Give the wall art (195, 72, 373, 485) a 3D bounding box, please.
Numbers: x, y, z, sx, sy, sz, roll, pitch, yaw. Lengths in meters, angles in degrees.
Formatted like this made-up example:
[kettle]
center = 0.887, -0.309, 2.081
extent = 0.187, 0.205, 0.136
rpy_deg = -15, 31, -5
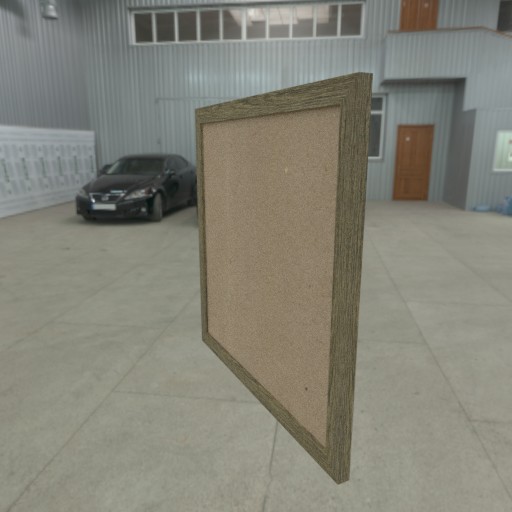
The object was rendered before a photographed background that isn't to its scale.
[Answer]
[wall art]
center = 0.000, 0.000, 0.746
extent = 0.019, 0.508, 0.508
rpy_deg = -7, 15, -26
